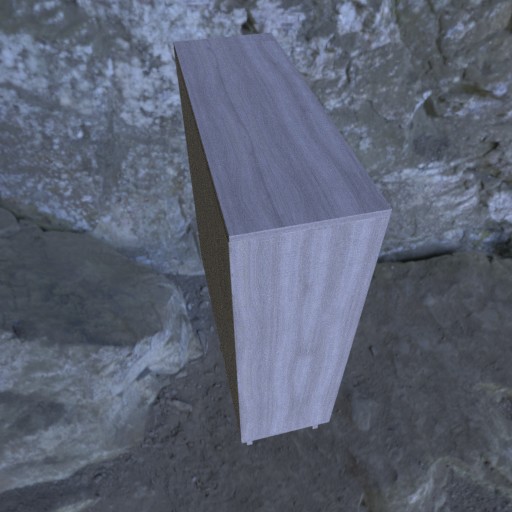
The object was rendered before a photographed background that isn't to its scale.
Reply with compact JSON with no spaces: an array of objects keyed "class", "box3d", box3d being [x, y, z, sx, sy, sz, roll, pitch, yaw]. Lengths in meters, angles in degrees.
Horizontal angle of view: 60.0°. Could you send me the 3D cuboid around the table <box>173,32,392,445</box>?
[{"class":"table","box3d":[0.000,0.000,1.897,0.398,1.388,1.111,-10,48,-9]}]
